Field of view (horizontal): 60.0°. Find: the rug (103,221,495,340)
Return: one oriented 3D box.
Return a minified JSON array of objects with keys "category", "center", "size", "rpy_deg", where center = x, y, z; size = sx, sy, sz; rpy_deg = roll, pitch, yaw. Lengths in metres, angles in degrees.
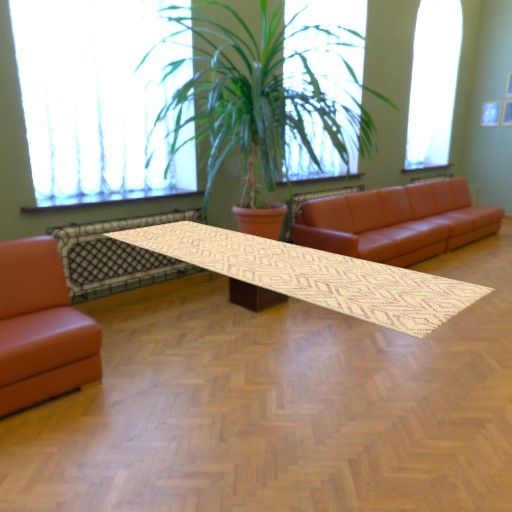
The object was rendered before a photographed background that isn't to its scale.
[{"category":"rug","center":[0.000,0.000,2.661],"size":[0.750,0.009,2.435],"rpy_deg":[-14,21,-43]}]
